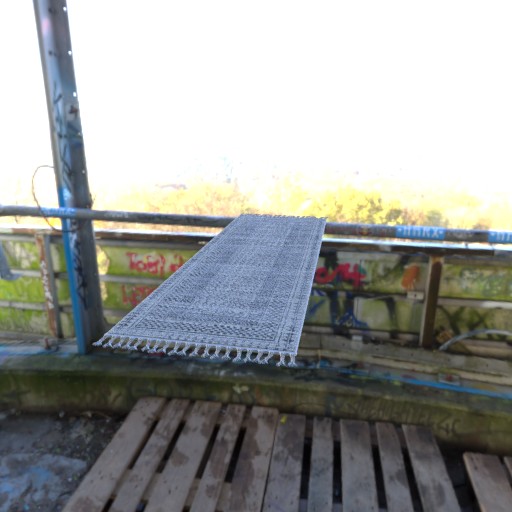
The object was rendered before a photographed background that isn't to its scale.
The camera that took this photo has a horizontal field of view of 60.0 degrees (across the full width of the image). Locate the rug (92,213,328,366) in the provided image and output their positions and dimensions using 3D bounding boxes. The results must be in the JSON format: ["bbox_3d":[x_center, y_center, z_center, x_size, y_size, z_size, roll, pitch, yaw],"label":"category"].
[{"bbox_3d":[0.000,0.000,2.759,0.786,0.013,2.480,3,18,11],"label":"rug"}]
